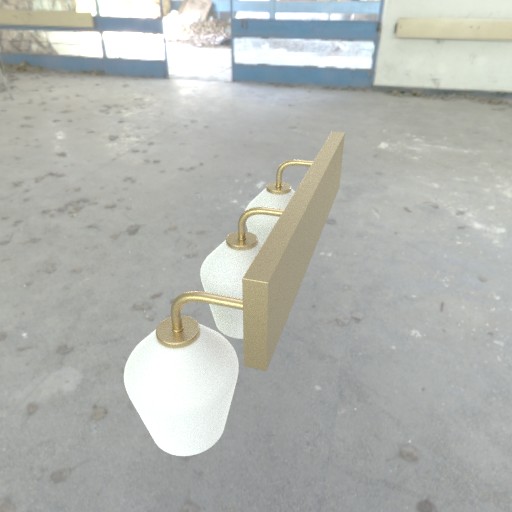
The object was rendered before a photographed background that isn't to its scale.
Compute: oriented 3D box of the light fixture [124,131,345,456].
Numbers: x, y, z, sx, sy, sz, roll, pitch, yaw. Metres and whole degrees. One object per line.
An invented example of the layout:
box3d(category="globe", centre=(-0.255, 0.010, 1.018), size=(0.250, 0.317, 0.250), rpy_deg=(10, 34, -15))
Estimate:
box3d(category="light fixture", centre=(0.000, 0.000, 0.724), size=(0.190, 0.280, 0.609), rpy_deg=(9, 32, 15))
